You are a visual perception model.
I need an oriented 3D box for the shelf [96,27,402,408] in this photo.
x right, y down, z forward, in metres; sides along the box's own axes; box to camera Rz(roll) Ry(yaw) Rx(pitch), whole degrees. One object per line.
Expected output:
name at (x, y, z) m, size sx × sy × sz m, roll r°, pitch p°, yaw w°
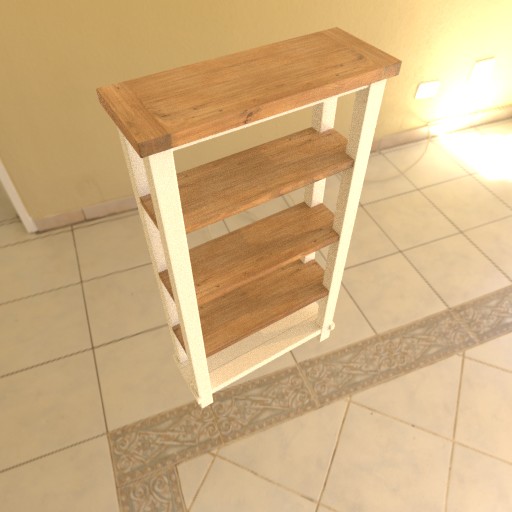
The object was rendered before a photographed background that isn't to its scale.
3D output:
shelf at (0.000, 0.000, 2.240) m, size 1.022 × 1.878 × 0.381 m, roll -24°, pitch 52°, yaw -21°
